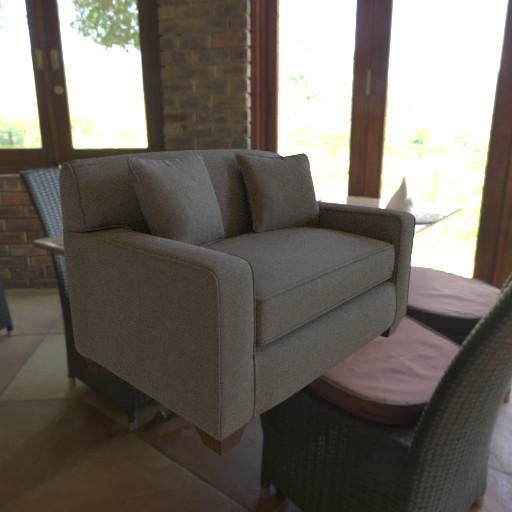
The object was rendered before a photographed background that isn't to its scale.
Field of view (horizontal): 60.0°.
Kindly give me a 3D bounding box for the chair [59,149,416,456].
[{"bbox_3d":[0.000,0.000,2.070,0.992,0.953,1.395,13,20,40],"label":"chair"}]
